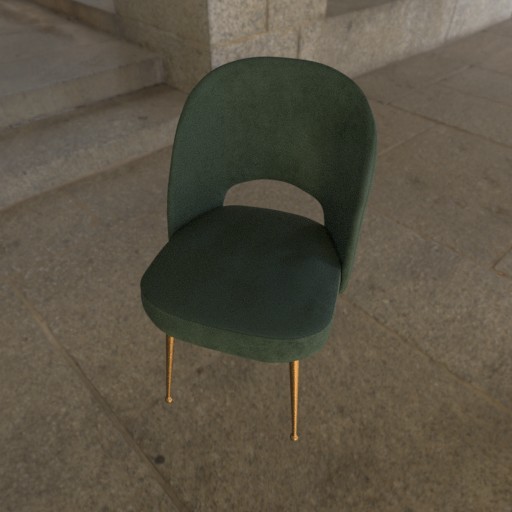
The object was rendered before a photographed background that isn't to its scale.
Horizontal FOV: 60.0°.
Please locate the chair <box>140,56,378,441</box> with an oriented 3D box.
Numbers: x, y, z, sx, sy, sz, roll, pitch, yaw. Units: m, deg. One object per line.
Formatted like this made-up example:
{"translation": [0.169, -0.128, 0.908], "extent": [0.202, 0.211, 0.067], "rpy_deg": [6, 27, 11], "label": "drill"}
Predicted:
{"translation": [0.000, 0.000, 1.200], "extent": [0.527, 0.860, 0.577], "rpy_deg": [12, 42, 13], "label": "chair"}
